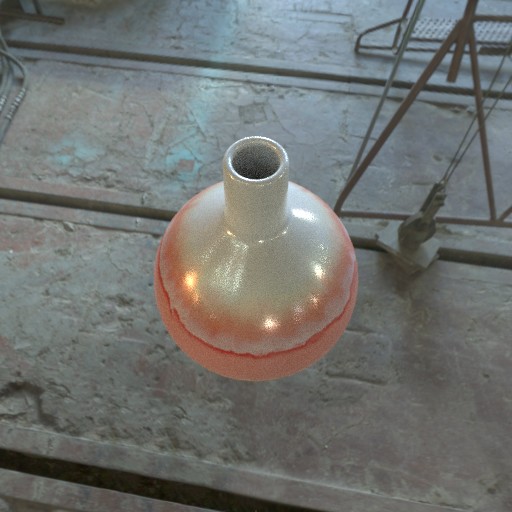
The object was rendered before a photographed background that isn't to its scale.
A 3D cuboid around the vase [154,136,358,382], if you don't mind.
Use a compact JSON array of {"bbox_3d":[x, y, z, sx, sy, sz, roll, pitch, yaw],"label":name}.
[{"bbox_3d":[0.000,0.000,0.277,0.137,0.176,0.137,0,60,0],"label":"vase"}]
